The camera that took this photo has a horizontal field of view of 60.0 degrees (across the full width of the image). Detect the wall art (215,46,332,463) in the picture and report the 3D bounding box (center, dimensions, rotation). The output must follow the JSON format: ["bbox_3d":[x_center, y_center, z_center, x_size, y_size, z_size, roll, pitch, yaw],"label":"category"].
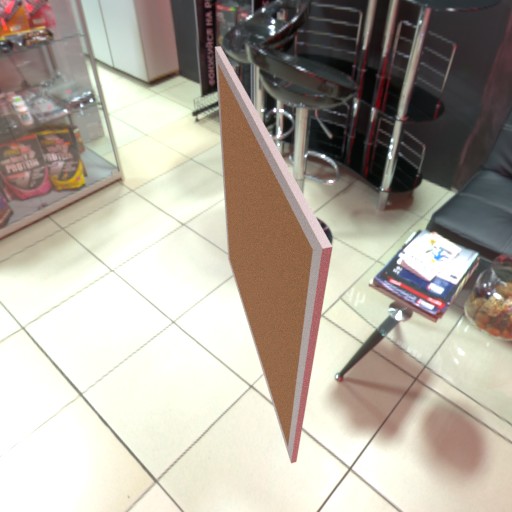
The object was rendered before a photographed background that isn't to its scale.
[{"bbox_3d":[0.000,0.000,0.676,0.009,0.457,0.456,-10,46,-10],"label":"wall art"}]
